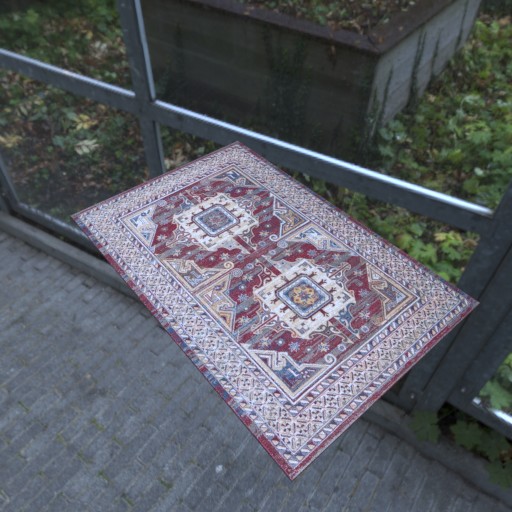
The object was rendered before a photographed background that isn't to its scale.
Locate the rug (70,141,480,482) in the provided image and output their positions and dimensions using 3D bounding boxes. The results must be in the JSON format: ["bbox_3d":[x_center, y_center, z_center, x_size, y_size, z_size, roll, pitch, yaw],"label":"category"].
[{"bbox_3d":[0.000,0.000,5.756,3.033,0.033,4.578,-31,54,-26],"label":"rug"}]
